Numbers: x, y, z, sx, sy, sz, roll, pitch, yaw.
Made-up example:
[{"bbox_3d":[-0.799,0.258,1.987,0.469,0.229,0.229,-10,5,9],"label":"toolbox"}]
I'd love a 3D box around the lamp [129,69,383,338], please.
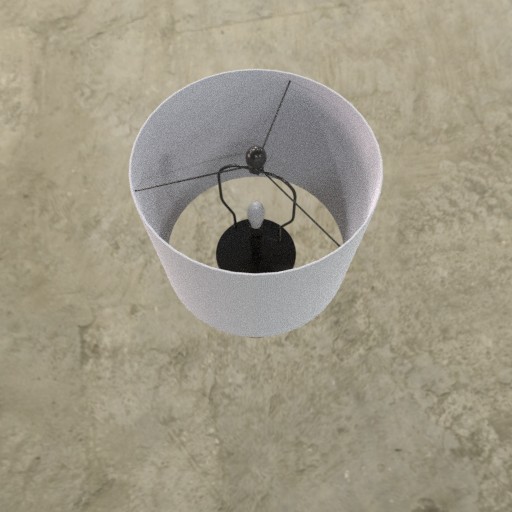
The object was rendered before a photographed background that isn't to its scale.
[{"bbox_3d":[0.000,0.000,0.773,0.304,0.573,0.304,17,65,8],"label":"lamp"}]
